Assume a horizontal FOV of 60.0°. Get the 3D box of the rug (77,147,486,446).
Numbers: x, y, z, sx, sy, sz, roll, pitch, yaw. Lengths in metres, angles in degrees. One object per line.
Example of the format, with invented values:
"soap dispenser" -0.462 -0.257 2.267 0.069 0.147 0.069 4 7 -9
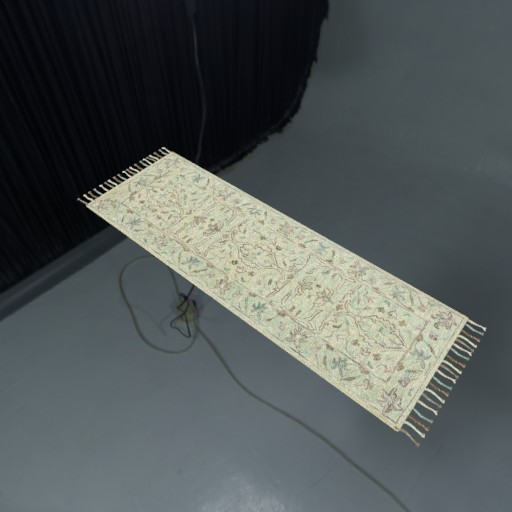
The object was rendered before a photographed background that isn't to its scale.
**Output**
"rug" 0.000 0.000 2.586 2.440 0.013 0.769 32 56 25
